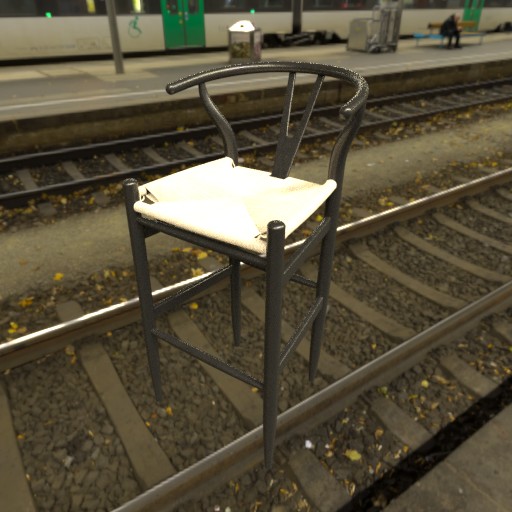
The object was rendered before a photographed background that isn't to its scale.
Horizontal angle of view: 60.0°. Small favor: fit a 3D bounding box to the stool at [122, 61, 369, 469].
[{"bbox_3d":[0.000,0.000,1.395,0.569,1.072,0.579,19,35,29],"label":"stool"}]
